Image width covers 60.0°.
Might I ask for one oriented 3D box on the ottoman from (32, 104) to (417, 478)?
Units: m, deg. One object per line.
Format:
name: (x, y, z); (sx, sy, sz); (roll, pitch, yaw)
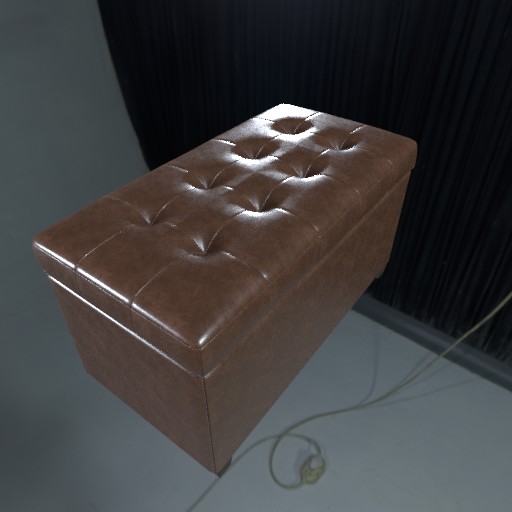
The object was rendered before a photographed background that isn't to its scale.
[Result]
ottoman: (0.000, 0.000, 1.103); (0.432, 0.470, 0.838); (26, 46, 27)
